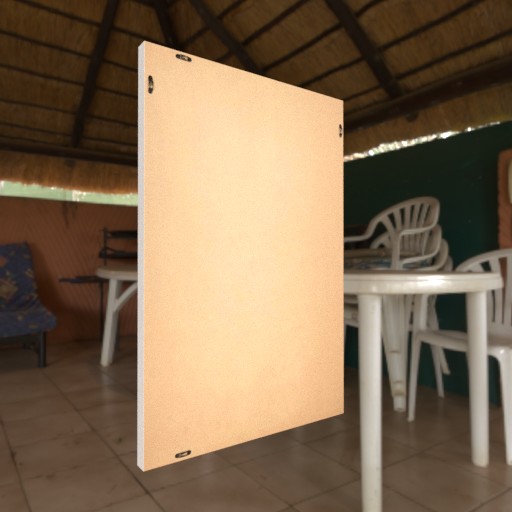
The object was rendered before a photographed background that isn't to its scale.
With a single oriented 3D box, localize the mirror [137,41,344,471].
[{"bbox_3d":[0.000,0.000,1.131,0.609,0.915,0.040,0,-1,-36],"label":"mirror"}]
